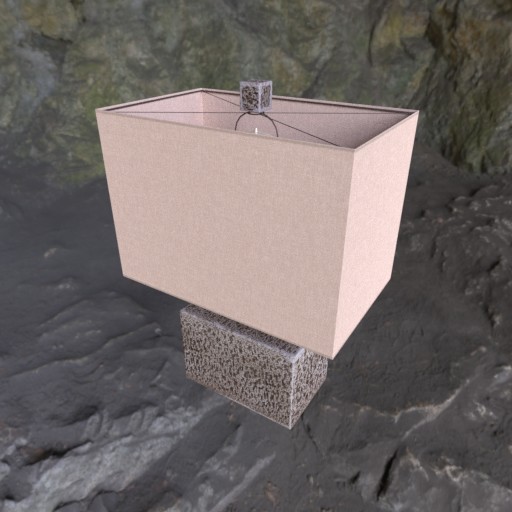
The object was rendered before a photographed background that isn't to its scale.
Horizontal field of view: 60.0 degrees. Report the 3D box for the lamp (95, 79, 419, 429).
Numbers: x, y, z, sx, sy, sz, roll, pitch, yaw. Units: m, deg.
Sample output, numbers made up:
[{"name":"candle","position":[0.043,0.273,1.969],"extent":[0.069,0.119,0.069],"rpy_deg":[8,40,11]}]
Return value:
[{"name":"lamp","position":[0.000,0.000,0.556],"extent":[0.294,0.411,0.180],"rpy_deg":[17,33,28]}]
